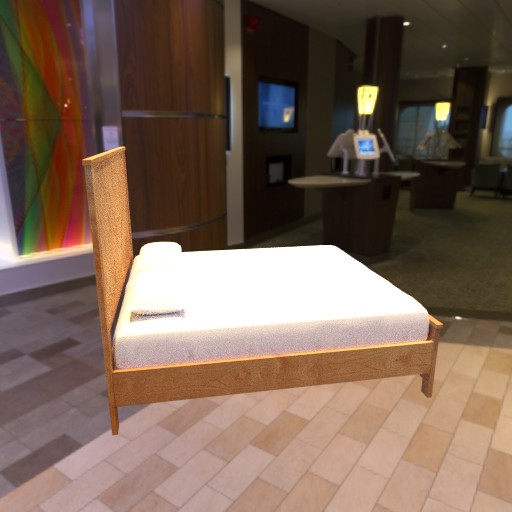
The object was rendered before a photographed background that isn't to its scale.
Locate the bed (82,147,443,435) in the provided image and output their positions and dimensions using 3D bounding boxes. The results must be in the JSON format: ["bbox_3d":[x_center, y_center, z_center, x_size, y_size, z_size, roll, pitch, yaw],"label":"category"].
[{"bbox_3d":[0.000,0.000,4.176,2.530,1.938,2.225,-3,16,-10],"label":"bed"}]
